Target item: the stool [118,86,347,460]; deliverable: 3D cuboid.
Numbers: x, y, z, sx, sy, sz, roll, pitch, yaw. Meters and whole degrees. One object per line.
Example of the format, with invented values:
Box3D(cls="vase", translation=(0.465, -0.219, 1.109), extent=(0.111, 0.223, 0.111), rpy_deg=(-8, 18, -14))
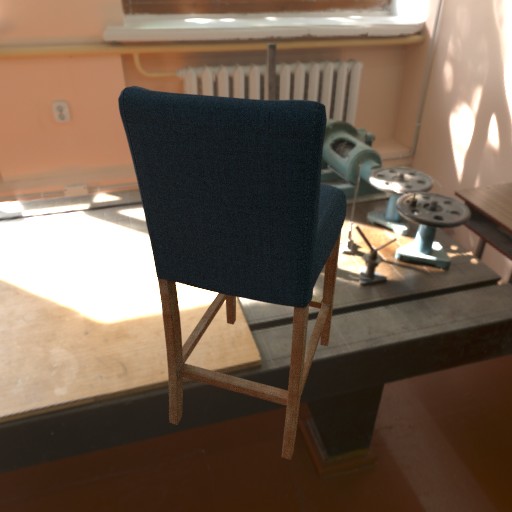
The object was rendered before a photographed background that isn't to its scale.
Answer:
Box3D(cls="stool", translation=(0.000, 0.000, 1.333), extent=(0.454, 1.039, 0.567), rpy_deg=(10, 34, 16))
